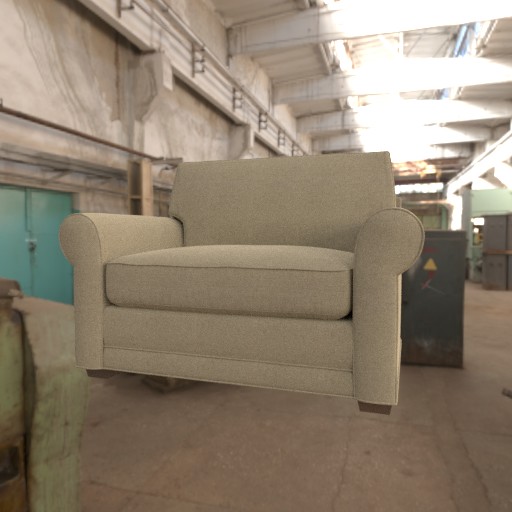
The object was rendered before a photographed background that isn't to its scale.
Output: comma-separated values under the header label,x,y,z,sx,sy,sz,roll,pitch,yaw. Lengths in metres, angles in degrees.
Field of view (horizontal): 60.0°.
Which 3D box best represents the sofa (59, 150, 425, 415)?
label,x,y,z,sx,sy,sz,roll,pitch,yaw
sofa,0.000,0.000,2.005,1.405,0.991,0.936,1,3,19
